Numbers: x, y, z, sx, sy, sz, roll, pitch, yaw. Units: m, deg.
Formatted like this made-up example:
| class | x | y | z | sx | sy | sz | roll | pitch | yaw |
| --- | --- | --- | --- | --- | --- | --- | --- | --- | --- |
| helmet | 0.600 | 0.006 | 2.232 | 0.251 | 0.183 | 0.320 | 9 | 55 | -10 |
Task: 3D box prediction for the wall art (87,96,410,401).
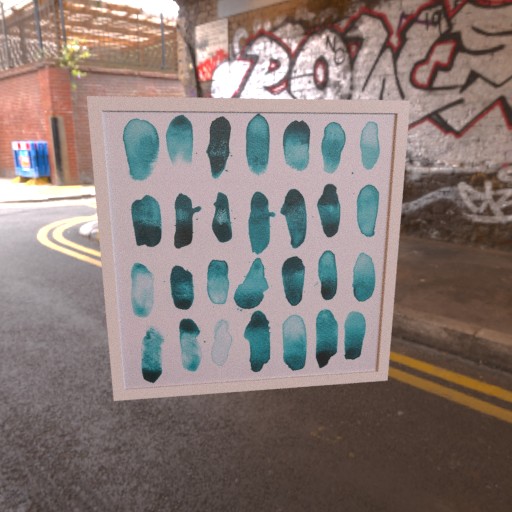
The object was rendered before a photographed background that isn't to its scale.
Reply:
| class | x | y | z | sx | sy | sz | roll | pitch | yaw |
| --- | --- | --- | --- | --- | --- | --- | --- | --- | --- |
| wall art | 0.000 | 0.000 | 1.210 | 0.812 | 0.813 | 0.013 | -2 | 14 | -8 |
